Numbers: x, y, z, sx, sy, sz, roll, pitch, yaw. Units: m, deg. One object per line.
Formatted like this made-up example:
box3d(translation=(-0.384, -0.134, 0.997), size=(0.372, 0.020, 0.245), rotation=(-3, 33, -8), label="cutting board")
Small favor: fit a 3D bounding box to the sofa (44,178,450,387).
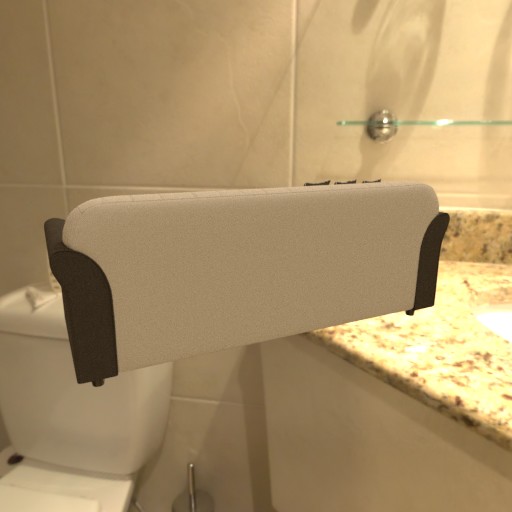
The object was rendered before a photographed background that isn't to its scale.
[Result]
box3d(translation=(0.000, 0.000, 2.368), size=(2.001, 0.787, 0.755), rotation=(-7, 16, -25), label="sofa")
